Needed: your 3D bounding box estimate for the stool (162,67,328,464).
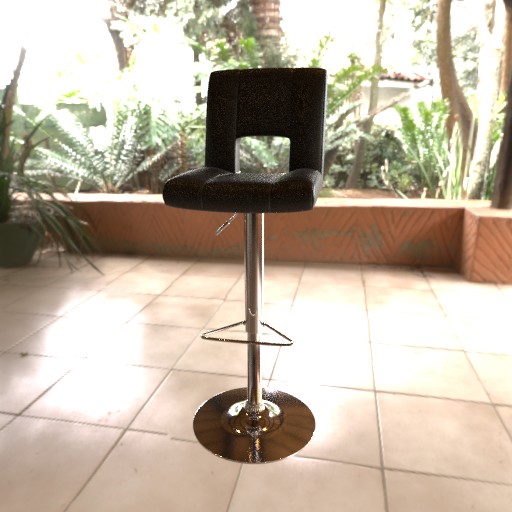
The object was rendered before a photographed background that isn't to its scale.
[{"bbox_3d":[0.000,0.000,1.386,0.415,1.151,0.520,3,16,10],"label":"stool"}]
